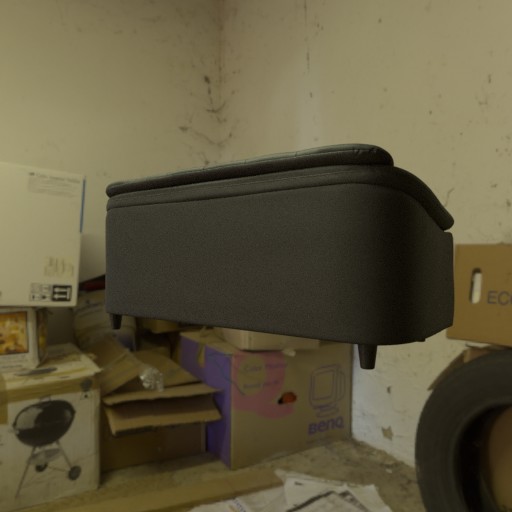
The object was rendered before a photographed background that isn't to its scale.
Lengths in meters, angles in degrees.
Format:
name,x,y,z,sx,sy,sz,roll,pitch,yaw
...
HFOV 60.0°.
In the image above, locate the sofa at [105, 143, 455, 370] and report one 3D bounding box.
name,x,y,z,sx,sy,sz,roll,pitch,yaw
sofa,0.000,0.000,2.282,1.829,0.811,0.800,0,0,36
